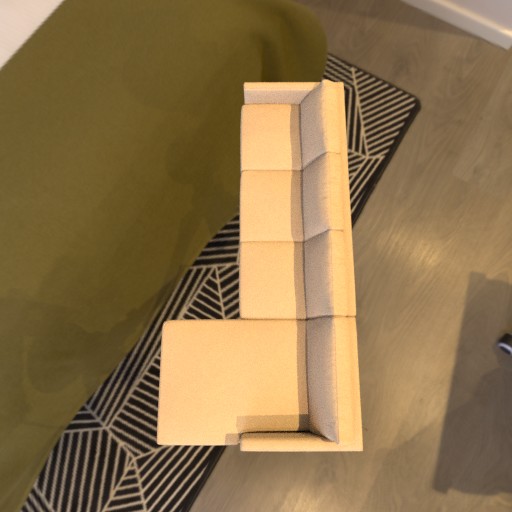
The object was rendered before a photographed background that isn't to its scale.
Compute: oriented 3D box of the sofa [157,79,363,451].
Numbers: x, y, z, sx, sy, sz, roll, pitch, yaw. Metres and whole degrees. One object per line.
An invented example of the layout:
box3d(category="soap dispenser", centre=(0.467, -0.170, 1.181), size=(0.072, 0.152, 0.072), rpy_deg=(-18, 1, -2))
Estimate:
box3d(category="sofa", centre=(0.000, 0.000, 3.940), size=(1.622, 0.871, 3.206), rpy_deg=(0, 76, 0))
